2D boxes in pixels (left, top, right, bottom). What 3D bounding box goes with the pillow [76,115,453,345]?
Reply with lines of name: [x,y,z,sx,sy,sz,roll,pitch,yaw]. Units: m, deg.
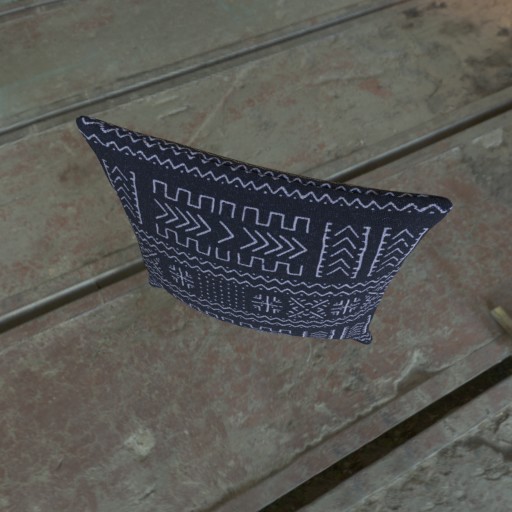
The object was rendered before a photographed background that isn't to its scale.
pillow: [0.000,0.000,0.665,0.438,0.430,0.164,14,60,8]
